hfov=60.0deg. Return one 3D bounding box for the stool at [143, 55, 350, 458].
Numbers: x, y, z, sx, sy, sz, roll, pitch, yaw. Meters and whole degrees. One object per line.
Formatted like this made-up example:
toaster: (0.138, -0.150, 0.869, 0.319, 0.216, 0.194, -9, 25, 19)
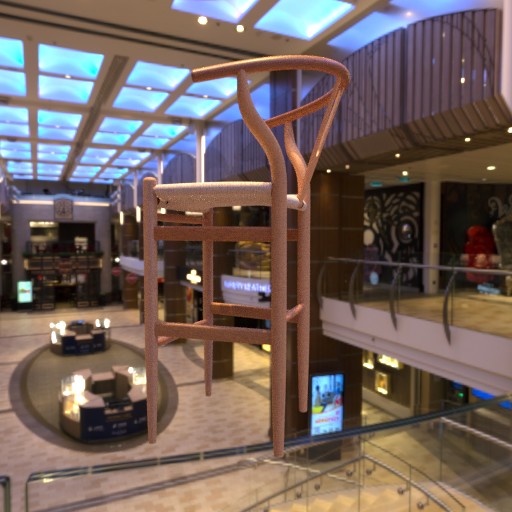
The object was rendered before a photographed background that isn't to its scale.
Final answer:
stool: (0.000, 0.000, 1.369, 0.561, 1.068, 0.574, 1, 3, 18)
